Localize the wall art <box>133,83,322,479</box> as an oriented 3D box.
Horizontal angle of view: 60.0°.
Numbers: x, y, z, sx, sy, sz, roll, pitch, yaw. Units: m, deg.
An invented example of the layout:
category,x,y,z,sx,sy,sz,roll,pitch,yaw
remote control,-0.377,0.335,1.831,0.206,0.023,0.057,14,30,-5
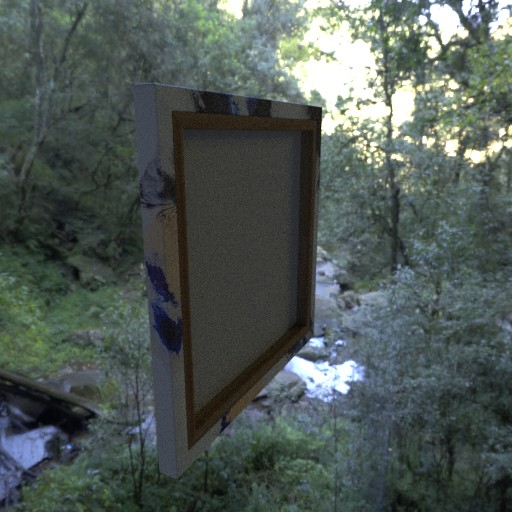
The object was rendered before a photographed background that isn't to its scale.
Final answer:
category,x,y,z,sx,sy,sz,roll,pitch,yaw
wall art,0.000,0.000,0.910,0.039,0.609,0.609,8,17,28
